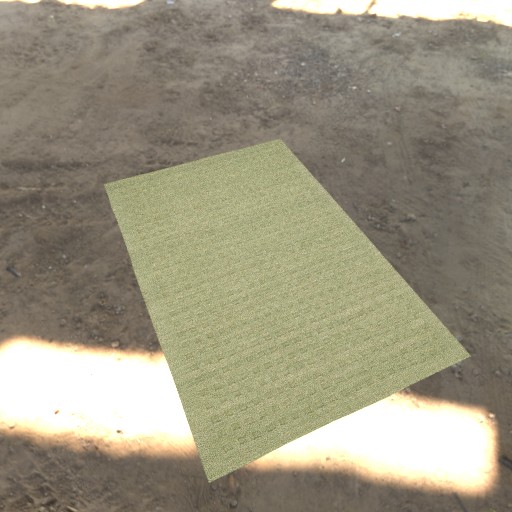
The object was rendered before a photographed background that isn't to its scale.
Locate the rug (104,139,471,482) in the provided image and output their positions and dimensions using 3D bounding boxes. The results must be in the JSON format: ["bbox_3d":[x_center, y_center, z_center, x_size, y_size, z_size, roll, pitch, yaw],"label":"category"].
[{"bbox_3d":[0.000,0.000,2.187,1.143,0.006,1.747,-19,50,-16],"label":"rug"}]
